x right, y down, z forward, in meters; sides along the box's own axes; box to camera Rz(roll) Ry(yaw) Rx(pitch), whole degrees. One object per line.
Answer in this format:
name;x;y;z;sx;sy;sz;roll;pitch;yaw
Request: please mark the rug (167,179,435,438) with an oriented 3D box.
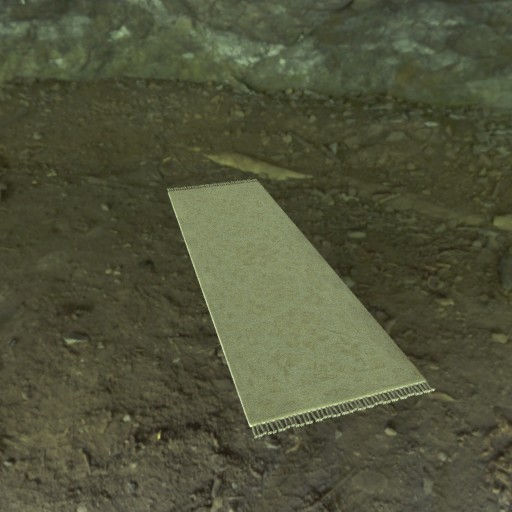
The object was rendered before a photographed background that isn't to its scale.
rug;0.000;0.000;2.807;0.795;0.015;2.544;-9;32;-15
